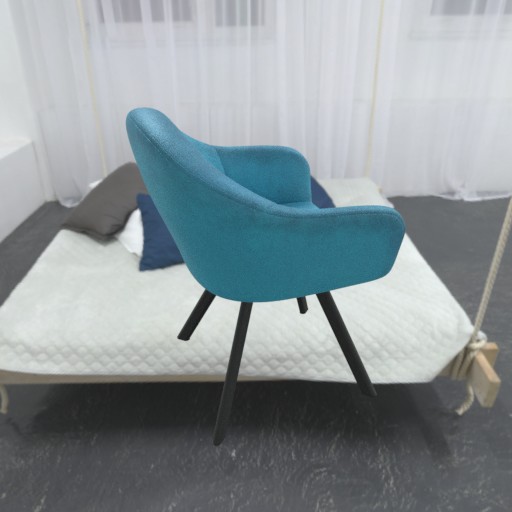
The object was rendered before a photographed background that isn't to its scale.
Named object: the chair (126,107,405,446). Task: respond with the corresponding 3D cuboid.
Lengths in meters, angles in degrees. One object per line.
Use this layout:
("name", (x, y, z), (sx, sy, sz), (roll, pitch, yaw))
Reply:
("chair", (0.000, 0.000, 1.174), (0.570, 0.780, 0.540), (-10, 31, -18))
